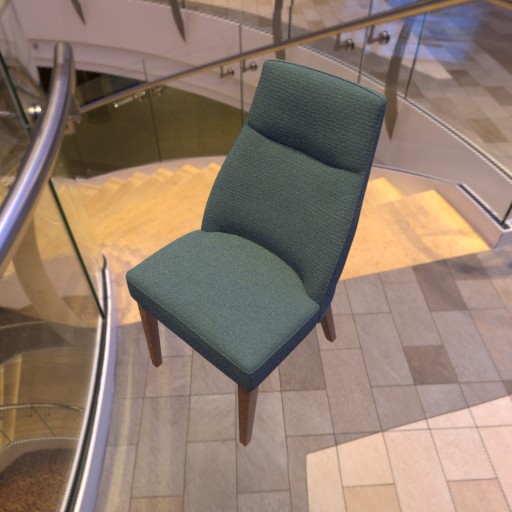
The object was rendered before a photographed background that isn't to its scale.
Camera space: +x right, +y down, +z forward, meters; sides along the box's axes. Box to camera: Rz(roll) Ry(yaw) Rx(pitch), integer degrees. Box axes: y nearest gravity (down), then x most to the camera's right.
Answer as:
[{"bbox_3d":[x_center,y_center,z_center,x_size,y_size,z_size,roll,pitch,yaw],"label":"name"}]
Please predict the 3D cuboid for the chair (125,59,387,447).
[{"bbox_3d":[0.000,0.000,1.325,0.500,0.930,0.620,32,53,28],"label":"chair"}]
